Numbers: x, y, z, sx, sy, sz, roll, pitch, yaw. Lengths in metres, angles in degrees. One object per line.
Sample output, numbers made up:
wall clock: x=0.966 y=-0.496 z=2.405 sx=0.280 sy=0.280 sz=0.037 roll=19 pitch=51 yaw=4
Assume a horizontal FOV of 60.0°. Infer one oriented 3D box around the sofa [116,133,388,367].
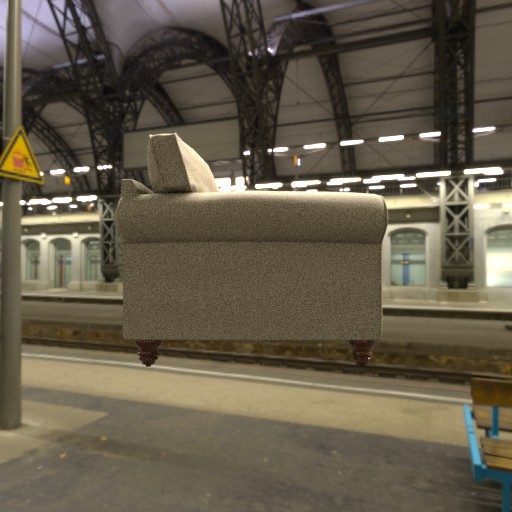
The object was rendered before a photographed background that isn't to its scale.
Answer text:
sofa: x=0.000 y=0.000 z=2.616 sx=0.998 sy=0.889 sz=2.118 roll=0 pitch=-1 yaw=0
